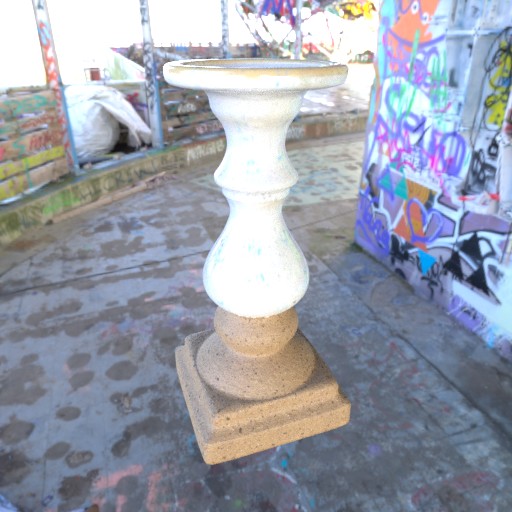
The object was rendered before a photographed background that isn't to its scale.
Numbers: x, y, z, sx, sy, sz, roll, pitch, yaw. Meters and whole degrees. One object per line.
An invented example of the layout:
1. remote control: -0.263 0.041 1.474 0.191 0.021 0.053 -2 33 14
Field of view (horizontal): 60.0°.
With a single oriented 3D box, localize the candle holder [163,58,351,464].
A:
1. candle holder: 0.000 0.000 0.298 0.110 0.239 0.110 -9 28 -18
